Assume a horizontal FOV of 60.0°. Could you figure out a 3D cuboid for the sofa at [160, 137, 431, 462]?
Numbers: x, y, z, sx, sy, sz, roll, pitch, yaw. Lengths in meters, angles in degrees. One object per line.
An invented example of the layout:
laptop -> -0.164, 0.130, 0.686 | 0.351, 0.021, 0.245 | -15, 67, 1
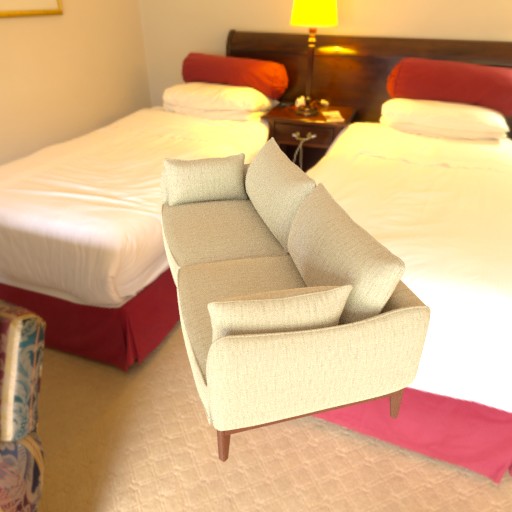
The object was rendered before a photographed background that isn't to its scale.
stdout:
sofa -> 0.000, 0.000, 2.596 | 0.991, 0.860, 1.989 | -8, 32, -13
